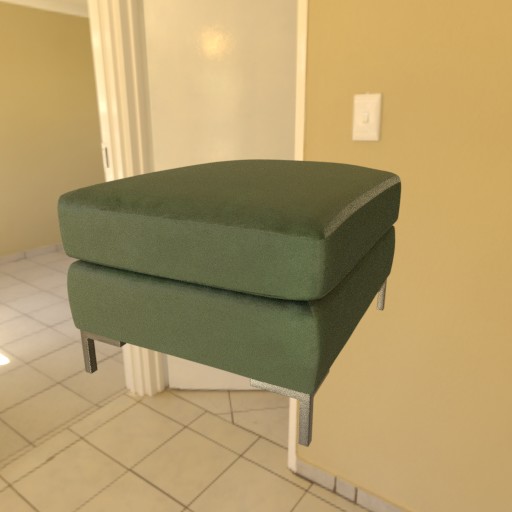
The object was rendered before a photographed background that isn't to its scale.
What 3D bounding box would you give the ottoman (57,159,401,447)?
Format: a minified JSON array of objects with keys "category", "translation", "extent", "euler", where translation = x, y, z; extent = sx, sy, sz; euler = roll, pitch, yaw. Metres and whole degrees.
[{"category":"ottoman","translation":[0.000,0.000,1.345],"extent":[0.701,0.538,0.839],"euler":[9,19,25]}]
